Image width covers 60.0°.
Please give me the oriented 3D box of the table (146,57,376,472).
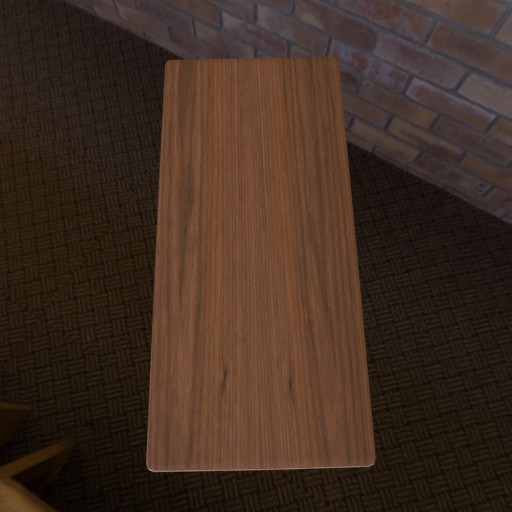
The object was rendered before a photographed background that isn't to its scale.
[{"bbox_3d":[0.000,0.000,1.642,0.637,0.468,1.375,-1,73,0],"label":"table"}]
